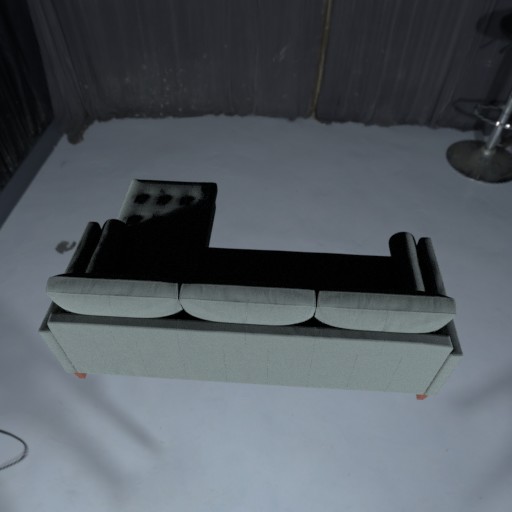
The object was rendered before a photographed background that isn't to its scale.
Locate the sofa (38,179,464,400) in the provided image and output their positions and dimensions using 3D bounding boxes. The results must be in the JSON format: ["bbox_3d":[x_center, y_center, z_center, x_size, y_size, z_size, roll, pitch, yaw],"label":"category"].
[{"bbox_3d":[0.000,0.000,2.857,2.178,0.876,1.506,3,48,3],"label":"sofa"}]
